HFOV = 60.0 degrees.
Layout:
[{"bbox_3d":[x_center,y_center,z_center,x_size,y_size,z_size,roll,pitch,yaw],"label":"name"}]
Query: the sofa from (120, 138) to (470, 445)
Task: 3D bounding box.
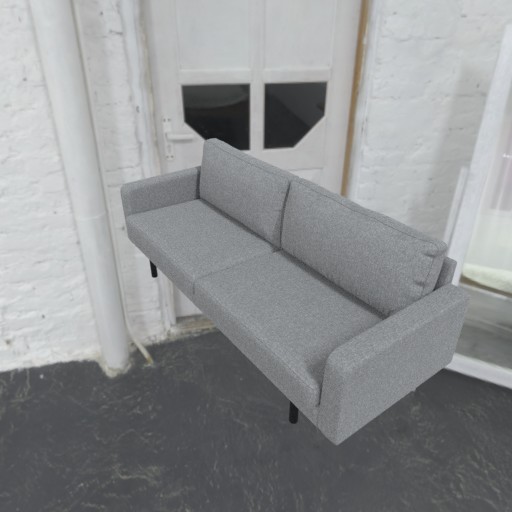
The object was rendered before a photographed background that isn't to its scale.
[{"bbox_3d":[0.000,0.000,2.672,0.880,0.880,2.200,-21,37,-30],"label":"sofa"}]
